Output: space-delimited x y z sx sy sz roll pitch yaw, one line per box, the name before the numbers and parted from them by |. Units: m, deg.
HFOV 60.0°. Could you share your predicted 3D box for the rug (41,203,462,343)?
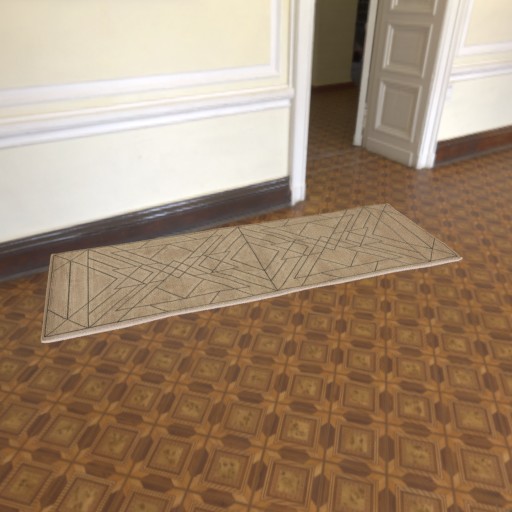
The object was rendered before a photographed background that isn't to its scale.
rug | 0.000 0.000 2.705 2.381 0.036 0.831 -10 33 -16
